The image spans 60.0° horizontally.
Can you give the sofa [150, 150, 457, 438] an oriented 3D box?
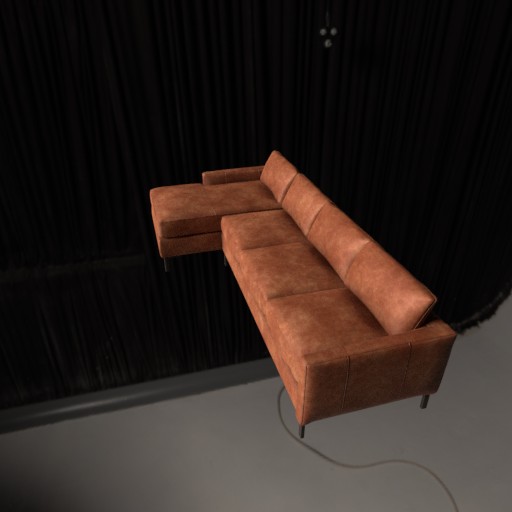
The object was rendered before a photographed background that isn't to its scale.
[{"bbox_3d":[0.000,0.000,3.610,1.471,0.859,2.993,-8,32,-14],"label":"sofa"}]
